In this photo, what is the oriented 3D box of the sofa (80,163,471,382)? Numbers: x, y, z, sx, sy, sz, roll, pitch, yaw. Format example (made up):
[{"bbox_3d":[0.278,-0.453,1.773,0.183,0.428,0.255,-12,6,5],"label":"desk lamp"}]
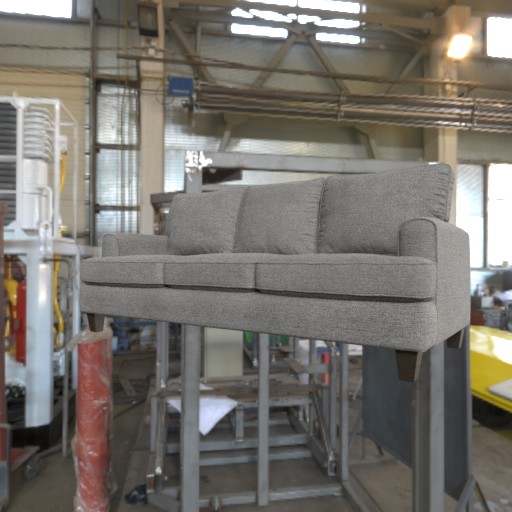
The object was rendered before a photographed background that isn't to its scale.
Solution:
[{"bbox_3d":[0.000,0.000,2.588,2.158,0.965,0.951,0,0,35],"label":"sofa"}]
